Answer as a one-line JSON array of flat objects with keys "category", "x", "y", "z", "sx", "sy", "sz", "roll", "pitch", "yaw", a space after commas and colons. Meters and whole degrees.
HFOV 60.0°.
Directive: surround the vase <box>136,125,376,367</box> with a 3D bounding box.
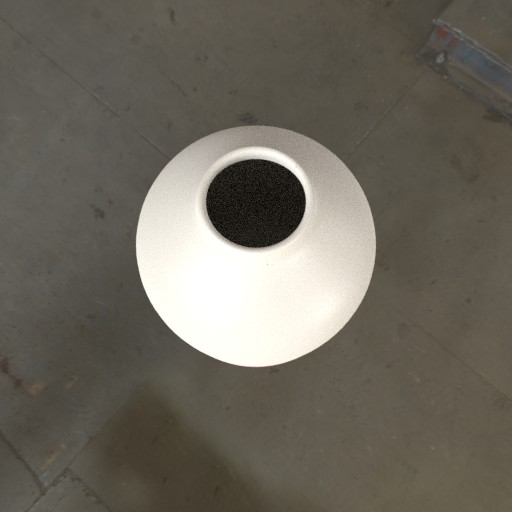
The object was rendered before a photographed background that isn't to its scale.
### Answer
[{"category": "vase", "x": 0.000, "y": 0.000, "z": 0.351, "sx": 0.169, "sy": 0.237, "sz": 0.169, "roll": 0, "pitch": 75, "yaw": 0}]
